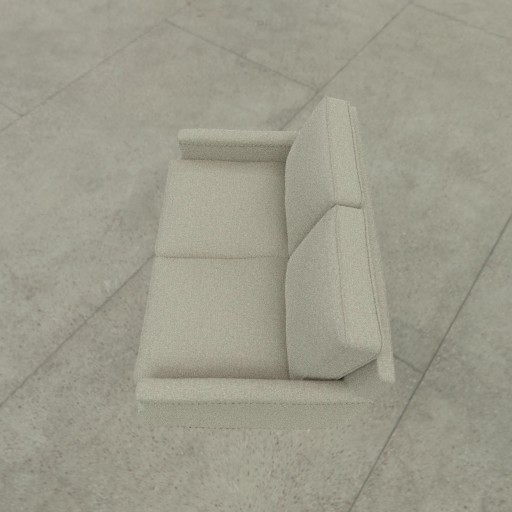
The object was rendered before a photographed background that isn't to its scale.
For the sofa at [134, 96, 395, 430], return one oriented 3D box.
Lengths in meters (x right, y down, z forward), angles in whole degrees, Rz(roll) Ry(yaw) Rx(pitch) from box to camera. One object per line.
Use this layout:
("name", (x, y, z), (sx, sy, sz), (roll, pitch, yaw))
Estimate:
("sofa", (0.000, 0.000, 2.318), (1.084, 1.003, 1.597), (1, 58, 1))
